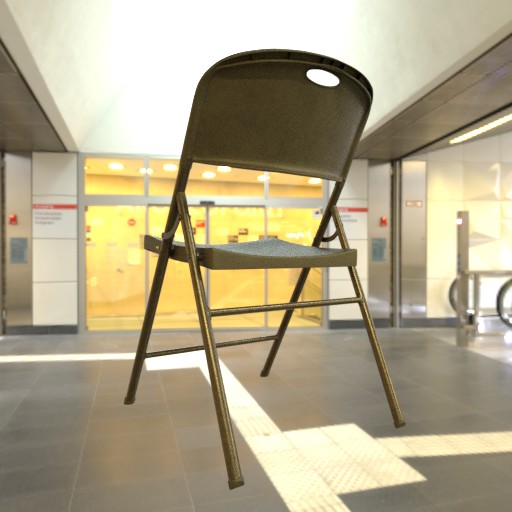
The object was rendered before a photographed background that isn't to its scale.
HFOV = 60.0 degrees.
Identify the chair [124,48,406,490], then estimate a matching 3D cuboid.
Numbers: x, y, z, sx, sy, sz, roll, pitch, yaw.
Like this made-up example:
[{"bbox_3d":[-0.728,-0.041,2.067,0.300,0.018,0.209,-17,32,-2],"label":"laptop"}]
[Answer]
[{"bbox_3d":[0.000,0.000,1.123,0.494,0.810,0.566,0,0,-36],"label":"chair"}]
